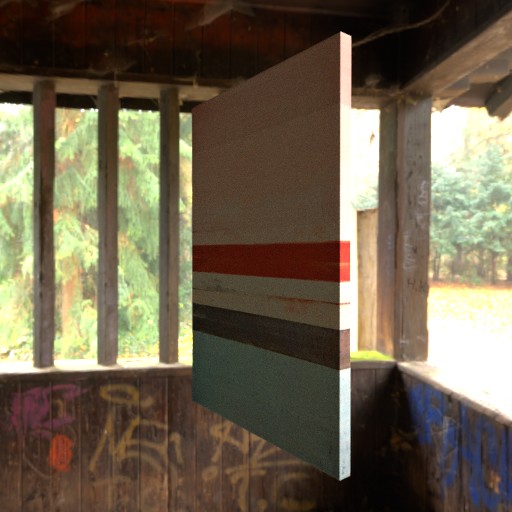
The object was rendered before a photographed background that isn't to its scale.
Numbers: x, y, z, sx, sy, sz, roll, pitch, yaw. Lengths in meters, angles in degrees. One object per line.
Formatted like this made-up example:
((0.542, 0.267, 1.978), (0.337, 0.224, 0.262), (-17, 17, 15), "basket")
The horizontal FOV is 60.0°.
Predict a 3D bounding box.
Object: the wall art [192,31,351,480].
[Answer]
((0.000, 0.000, 1.156), (0.038, 0.914, 0.610), (0, 1, -38), "wall art")
